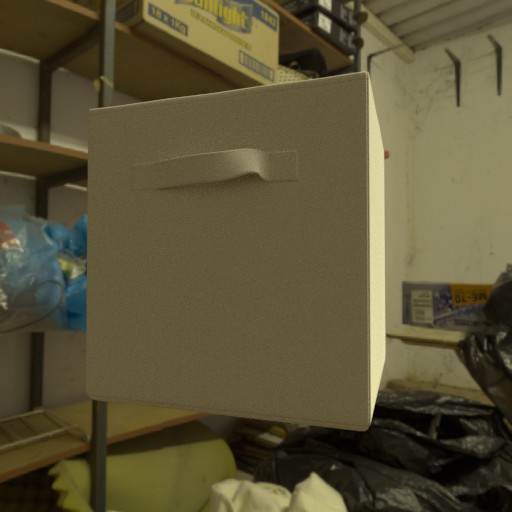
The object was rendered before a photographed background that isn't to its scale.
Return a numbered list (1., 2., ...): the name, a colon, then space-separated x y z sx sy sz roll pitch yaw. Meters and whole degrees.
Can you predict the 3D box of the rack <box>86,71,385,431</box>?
1. rack: 0.000 0.000 0.494 0.270 0.280 0.270 0 -1 19
